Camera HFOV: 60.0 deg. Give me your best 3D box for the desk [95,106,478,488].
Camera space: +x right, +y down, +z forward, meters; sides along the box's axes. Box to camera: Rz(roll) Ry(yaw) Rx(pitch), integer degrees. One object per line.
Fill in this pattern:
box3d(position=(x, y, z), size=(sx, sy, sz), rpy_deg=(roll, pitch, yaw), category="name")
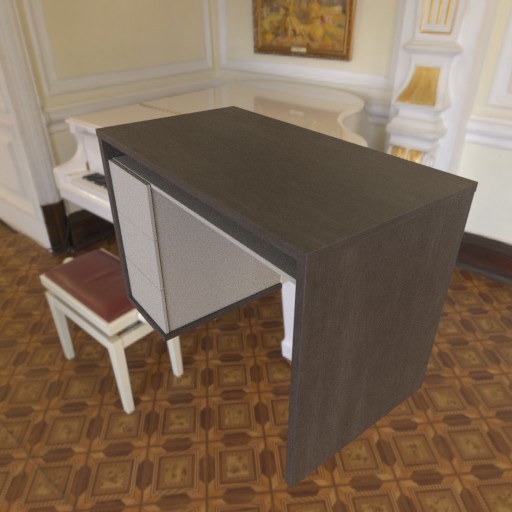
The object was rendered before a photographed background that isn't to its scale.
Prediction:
box3d(position=(0.000, 0.000, 1.550), size=(0.600, 0.750, 1.100), rpy_deg=(-21, 37, -31), category="desk")
